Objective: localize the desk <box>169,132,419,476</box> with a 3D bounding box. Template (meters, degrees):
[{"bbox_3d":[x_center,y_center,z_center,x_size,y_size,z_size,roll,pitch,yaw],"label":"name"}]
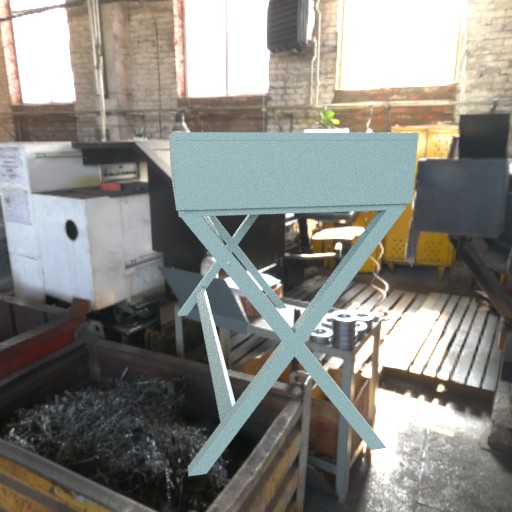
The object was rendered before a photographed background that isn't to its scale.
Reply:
[{"bbox_3d":[0.000,0.000,1.478,0.525,0.780,1.057,-3,15,-11],"label":"desk"}]
